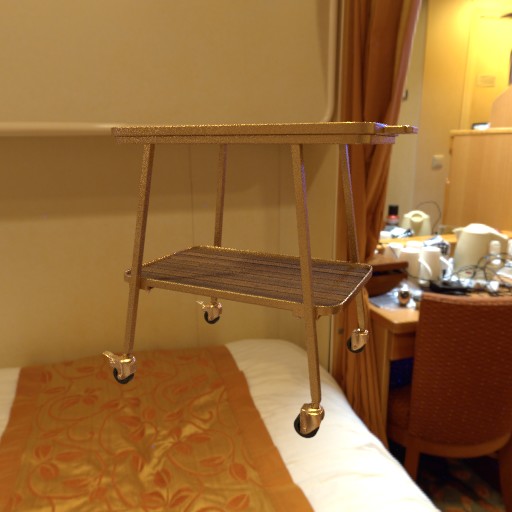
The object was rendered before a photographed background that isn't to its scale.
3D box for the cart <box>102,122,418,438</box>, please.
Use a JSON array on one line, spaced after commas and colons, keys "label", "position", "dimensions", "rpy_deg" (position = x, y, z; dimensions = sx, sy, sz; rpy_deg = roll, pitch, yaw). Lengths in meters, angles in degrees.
[{"label": "cart", "position": [0.000, 0.000, 1.261], "dimensions": [0.806, 0.700, 0.524], "rpy_deg": [7, 16, 25]}]
